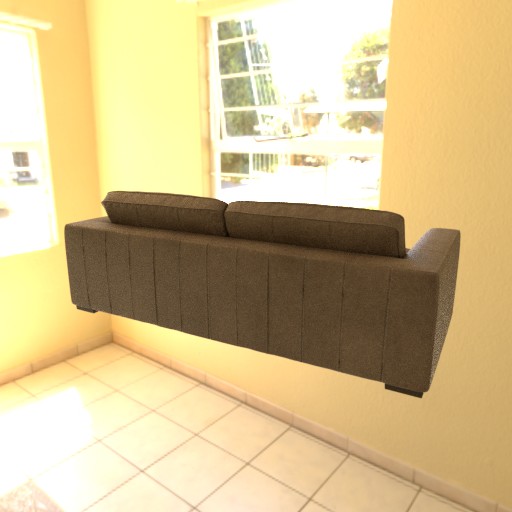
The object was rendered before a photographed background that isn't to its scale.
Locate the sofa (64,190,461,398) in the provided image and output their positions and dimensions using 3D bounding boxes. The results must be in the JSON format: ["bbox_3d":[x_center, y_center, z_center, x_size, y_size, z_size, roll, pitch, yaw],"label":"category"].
[{"bbox_3d":[0.000,0.000,2.780,2.262,0.801,1.070,8,17,28],"label":"sofa"}]
